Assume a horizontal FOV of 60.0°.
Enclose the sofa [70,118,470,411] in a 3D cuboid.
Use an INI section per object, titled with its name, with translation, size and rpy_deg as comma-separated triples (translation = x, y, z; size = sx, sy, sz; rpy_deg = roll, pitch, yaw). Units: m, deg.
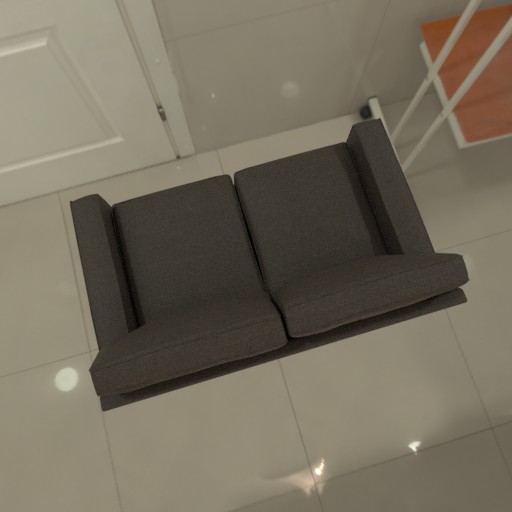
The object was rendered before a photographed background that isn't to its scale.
[sofa]
translation = 0.000, 0.000, 2.105
size = 1.534, 0.887, 0.974
rpy_deg = -16, 77, -4
